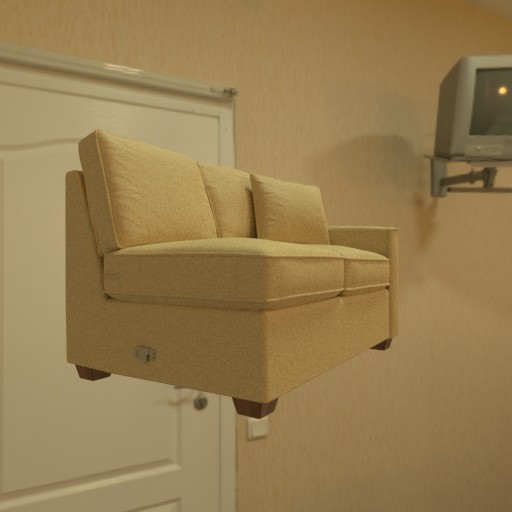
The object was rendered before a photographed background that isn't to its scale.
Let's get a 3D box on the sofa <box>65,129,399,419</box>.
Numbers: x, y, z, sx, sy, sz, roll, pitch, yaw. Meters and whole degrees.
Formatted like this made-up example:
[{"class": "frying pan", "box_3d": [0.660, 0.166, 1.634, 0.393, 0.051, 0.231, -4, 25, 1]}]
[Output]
[{"class": "sofa", "box_3d": [0.000, 0.000, 2.084, 0.991, 0.989, 1.388, 0, 0, 33]}]
